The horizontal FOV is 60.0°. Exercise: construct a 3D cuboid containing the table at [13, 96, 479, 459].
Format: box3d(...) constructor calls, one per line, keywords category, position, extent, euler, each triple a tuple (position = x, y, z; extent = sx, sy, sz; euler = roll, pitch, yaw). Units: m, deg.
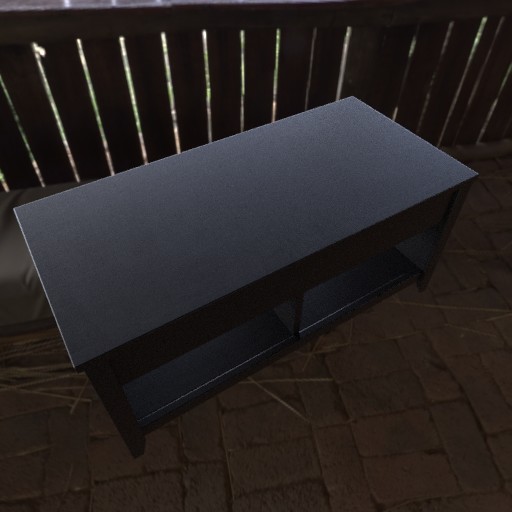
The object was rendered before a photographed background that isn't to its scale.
box3d(category="table", position=(0.000, 0.000, 1.229), extent=(1.016, 0.457, 0.483), euler=(-24, 51, -21))
